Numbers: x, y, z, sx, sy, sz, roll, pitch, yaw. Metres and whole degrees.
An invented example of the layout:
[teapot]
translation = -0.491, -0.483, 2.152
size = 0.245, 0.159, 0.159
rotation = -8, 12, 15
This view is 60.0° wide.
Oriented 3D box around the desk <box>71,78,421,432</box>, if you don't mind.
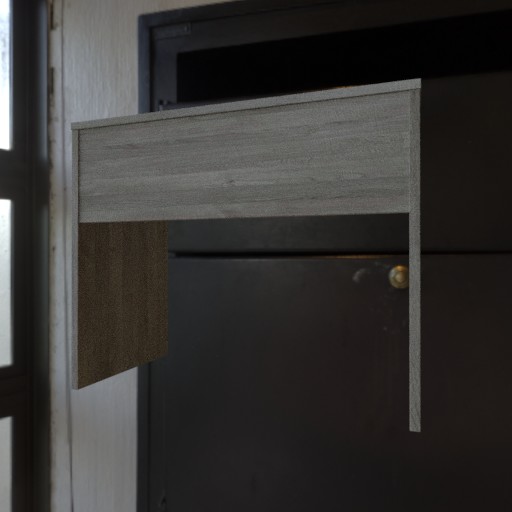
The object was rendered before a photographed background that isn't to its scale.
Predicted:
[desk]
translation = 0.000, 0.000, 1.289
size = 0.893, 0.724, 0.498
rotation = 0, 0, 20
